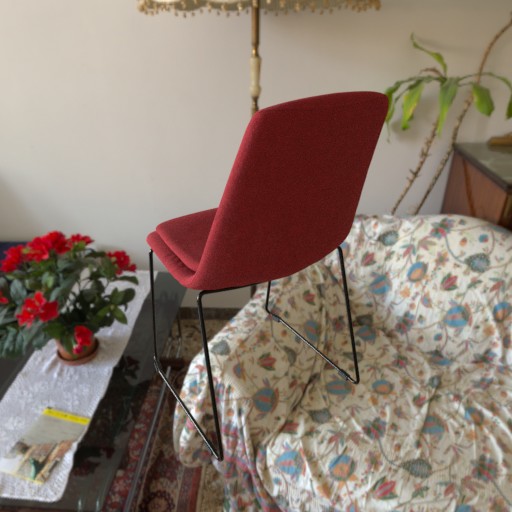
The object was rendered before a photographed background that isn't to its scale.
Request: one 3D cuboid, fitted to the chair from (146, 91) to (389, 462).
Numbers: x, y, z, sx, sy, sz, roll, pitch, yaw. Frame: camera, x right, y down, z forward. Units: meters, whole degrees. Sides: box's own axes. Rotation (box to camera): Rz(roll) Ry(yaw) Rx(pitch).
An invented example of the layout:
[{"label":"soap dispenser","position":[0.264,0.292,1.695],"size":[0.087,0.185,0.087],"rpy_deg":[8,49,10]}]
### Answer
[{"label":"chair","position":[0.000,0.000,1.137],"size":[0.479,0.858,0.518],"rpy_deg":[-18,34,-29]}]
